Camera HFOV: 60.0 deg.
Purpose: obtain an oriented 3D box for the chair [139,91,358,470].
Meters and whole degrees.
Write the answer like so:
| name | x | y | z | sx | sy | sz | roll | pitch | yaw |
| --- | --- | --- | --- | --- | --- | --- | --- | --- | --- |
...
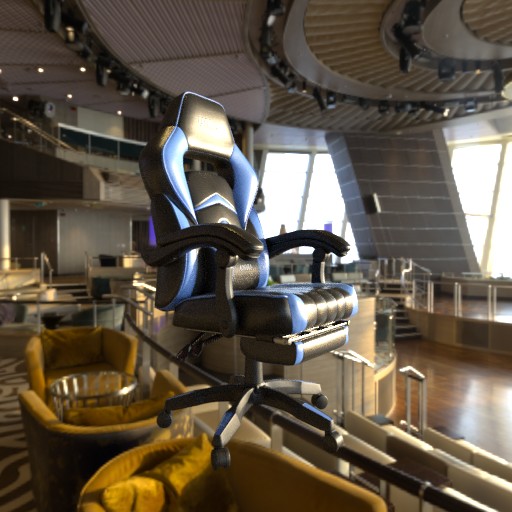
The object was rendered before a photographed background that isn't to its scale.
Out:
| name | x | y | z | sx | sy | sz | roll | pitch | yaw |
| --- | --- | --- | --- | --- | --- | --- | --- | --- | --- |
| chair | 0.000 | 0.000 | 1.651 | 0.700 | 1.280 | 0.700 | 1 | 1 | 37 |
